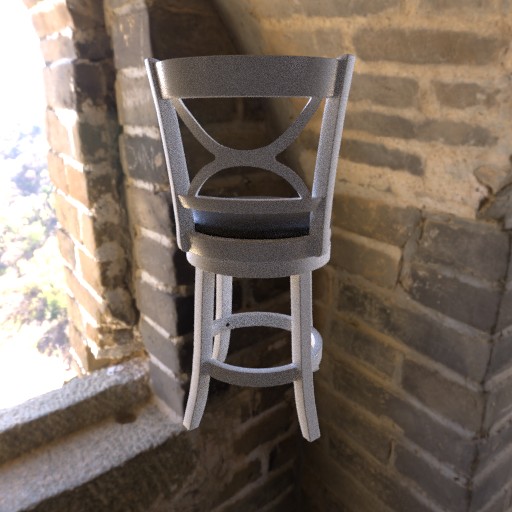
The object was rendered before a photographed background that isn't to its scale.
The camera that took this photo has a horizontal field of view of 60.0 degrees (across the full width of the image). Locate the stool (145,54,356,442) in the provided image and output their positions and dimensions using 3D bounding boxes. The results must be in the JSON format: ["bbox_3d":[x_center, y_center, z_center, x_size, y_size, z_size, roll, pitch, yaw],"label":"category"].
[{"bbox_3d":[0.000,0.000,1.198,0.444,0.953,0.508,2,17,7],"label":"stool"}]
